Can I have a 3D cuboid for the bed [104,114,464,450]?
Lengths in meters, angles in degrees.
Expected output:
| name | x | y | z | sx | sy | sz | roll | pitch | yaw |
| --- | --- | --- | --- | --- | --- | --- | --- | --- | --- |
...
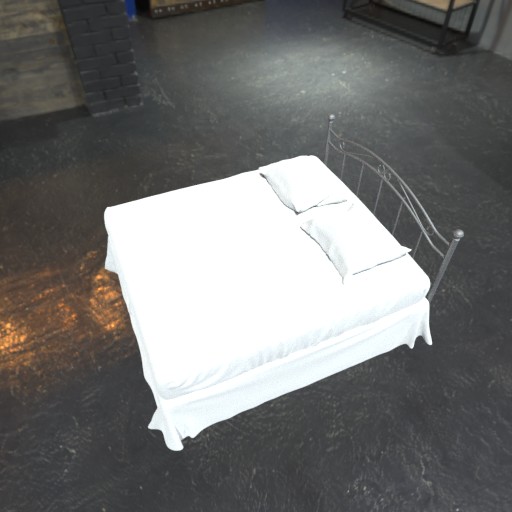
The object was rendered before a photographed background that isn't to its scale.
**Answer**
| name | x | y | z | sx | sy | sz | roll | pitch | yaw |
| --- | --- | --- | --- | --- | --- | --- | --- | --- | --- |
| bed | 0.000 | 0.000 | 3.371 | 2.215 | 1.080 | 1.936 | -18 | 49 | -16 |
